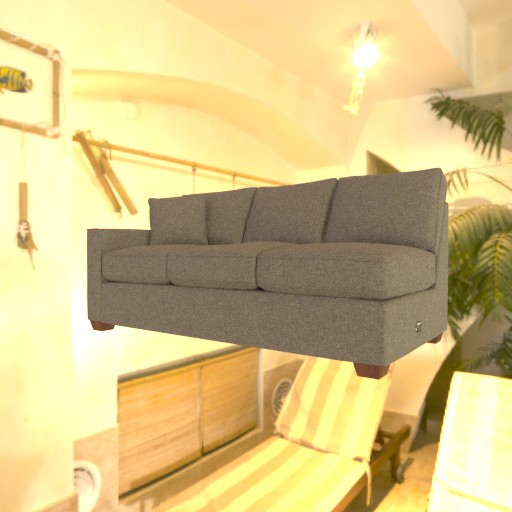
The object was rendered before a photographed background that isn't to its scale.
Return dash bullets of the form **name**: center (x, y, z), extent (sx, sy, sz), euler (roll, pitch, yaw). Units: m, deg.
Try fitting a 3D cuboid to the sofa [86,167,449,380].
- **sofa**: center (0.000, 0.000, 2.625), extent (1.963, 0.946, 1.034), euler (0, 1, 36)
